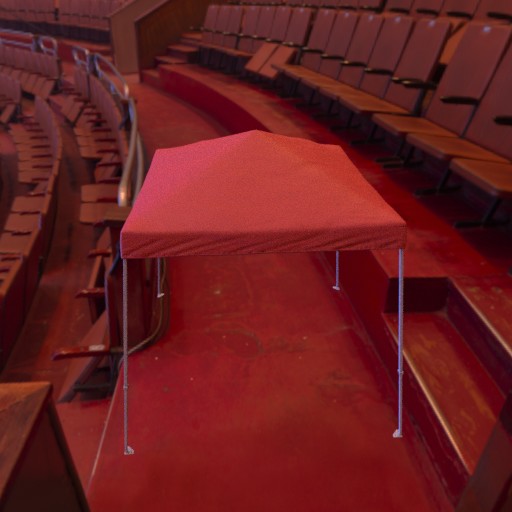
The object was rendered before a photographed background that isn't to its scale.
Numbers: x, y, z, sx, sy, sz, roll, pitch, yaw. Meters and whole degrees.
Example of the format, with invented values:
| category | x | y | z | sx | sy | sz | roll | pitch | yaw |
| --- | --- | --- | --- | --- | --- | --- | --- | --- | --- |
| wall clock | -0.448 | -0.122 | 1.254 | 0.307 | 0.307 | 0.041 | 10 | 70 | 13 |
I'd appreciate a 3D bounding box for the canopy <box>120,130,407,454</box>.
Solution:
| category | x | y | z | sx | sy | sz | roll | pitch | yaw |
| --- | --- | --- | --- | --- | --- | --- | --- | --- | --- |
| canopy | 0.000 | 0.000 | 6.402 | 3.600 | 3.600 | 3.599 | -2 | 29 | -4 |
